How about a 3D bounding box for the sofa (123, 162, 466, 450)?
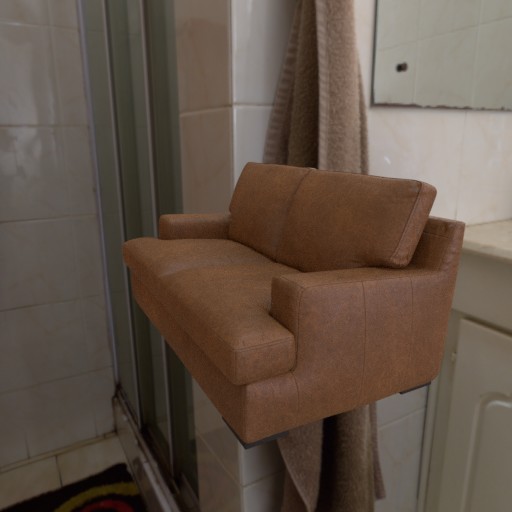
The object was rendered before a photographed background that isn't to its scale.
[{"bbox_3d":[0.000,0.000,2.509,1.144,0.966,1.880,-8,17,-27],"label":"sofa"}]
